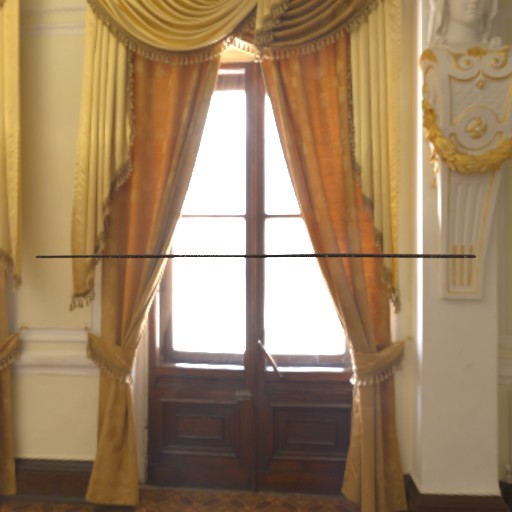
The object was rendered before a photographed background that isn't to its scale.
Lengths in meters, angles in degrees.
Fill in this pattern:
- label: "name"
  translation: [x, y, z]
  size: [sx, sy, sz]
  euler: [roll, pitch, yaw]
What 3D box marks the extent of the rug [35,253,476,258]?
- label: "rug"
  translation: [0.000, 0.000, 3.627]
  size: [3.032, 0.034, 1.522]
  euler: [0, 0, 18]
